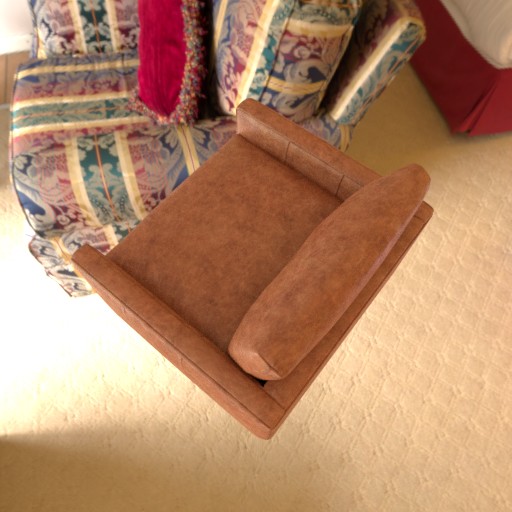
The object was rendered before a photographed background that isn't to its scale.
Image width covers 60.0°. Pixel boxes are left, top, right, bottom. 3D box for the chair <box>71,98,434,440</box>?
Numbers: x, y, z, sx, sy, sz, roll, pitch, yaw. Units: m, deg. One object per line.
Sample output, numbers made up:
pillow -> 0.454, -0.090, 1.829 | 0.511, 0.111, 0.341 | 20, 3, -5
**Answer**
chair -> 0.000, 0.000, 1.660 | 0.862, 0.869, 0.967 | 36, 69, 16
